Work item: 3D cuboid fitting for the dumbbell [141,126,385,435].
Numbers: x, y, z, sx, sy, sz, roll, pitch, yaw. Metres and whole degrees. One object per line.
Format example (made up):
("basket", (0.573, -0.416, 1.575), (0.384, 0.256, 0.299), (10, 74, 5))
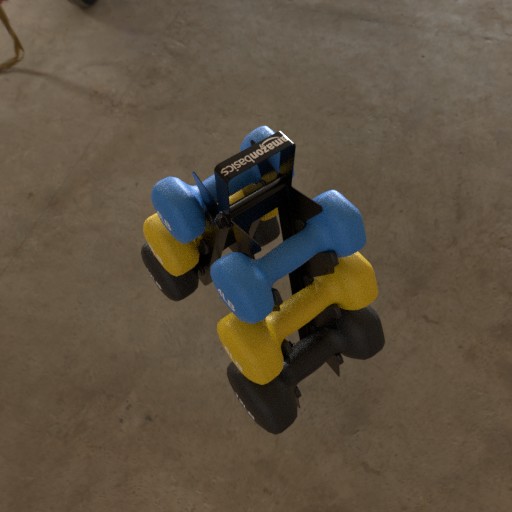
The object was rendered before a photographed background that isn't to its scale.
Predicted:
("dumbbell", (0.000, 0.000, 0.662), (0.255, 0.426, 0.409), (-33, 64, -18))
